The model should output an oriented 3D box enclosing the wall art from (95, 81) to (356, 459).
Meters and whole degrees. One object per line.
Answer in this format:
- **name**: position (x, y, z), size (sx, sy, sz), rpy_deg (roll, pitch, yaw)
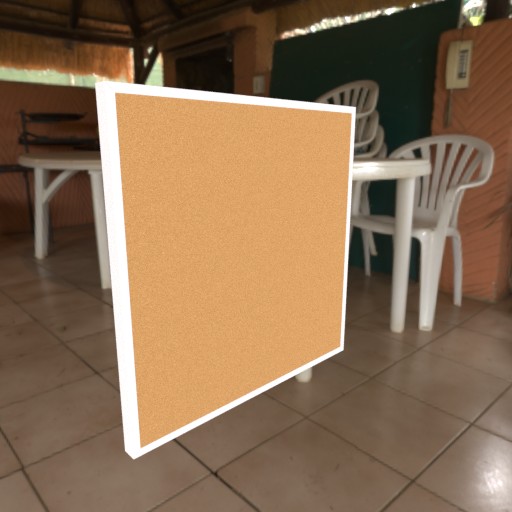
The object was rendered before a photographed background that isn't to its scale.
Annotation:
- **wall art**: position (0.000, 0.000, 1.128), size (0.762, 0.762, 0.038), rpy_deg (-13, 19, -42)
